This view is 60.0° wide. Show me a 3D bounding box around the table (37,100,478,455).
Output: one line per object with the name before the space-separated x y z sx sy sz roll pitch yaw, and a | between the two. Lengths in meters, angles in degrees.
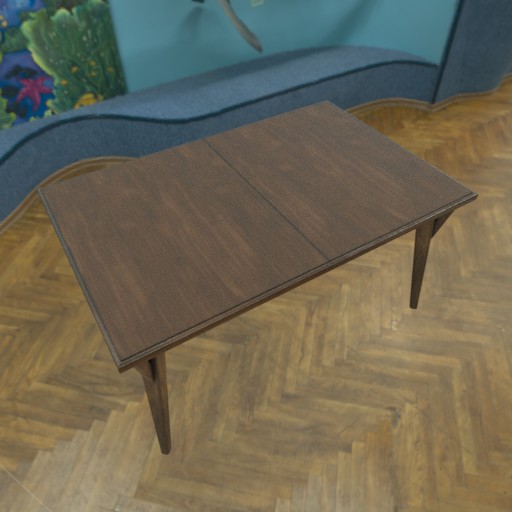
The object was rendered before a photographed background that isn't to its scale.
table | 0.000 0.000 2.084 1.524 0.761 0.990 -24 50 -22
